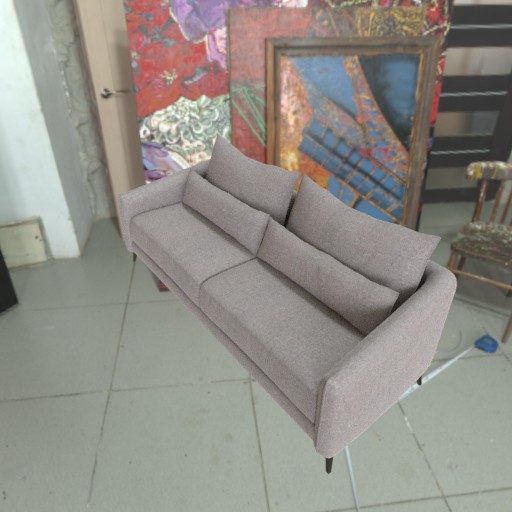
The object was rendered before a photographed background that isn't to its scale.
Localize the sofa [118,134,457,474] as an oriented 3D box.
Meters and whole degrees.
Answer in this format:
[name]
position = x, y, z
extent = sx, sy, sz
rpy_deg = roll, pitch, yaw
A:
[sofa]
position = 0.000, 0.000, 2.453
extent = 0.809, 0.833, 2.022
rpy_deg = -22, 39, -30
